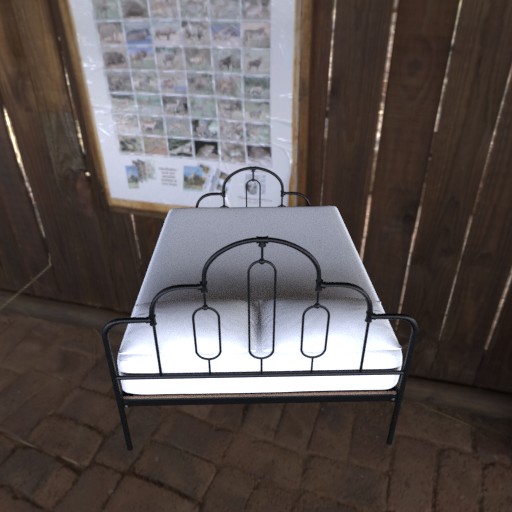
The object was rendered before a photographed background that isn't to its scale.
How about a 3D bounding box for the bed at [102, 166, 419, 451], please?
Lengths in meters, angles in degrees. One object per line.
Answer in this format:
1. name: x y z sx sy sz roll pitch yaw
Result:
1. bed: 0.000 0.000 3.278 1.626 1.444 2.181 -1 30 -1
